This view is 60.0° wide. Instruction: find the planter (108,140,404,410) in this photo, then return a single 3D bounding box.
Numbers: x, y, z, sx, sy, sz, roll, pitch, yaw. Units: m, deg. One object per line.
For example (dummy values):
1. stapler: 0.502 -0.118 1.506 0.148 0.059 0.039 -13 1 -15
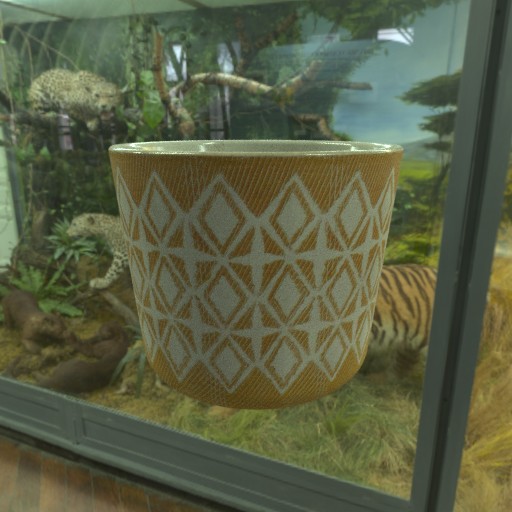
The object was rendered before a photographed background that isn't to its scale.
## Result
1. planter: 0.000 0.000 0.214 0.126 0.104 0.126 0 16 0
